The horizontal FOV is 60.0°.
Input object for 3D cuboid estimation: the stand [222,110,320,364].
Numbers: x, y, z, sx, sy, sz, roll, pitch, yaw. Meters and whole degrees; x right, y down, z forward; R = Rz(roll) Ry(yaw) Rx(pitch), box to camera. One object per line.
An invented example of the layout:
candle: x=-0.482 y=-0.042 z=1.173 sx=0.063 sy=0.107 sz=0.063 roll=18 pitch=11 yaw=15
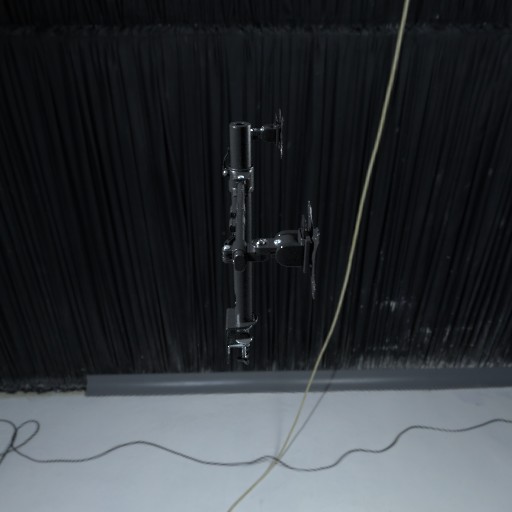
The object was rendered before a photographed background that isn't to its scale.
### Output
stand: x=0.000 y=0.000 z=1.026 sx=0.150 sy=0.603 sz=0.743 roll=-1 pitch=30 yaw=-1
